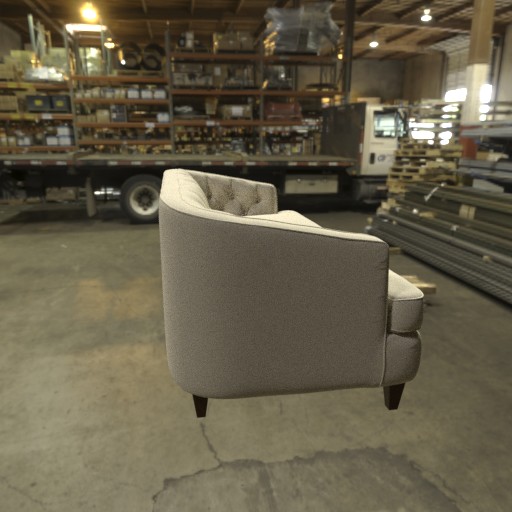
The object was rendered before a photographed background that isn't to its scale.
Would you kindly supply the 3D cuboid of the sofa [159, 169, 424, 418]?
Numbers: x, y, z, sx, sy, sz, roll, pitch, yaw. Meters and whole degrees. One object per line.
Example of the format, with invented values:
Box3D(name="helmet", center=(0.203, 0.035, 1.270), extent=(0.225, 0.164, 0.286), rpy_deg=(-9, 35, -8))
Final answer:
Box3D(name="sofa", center=(0.000, 0.000, 2.259), extent=(0.941, 0.855, 1.733), rpy_deg=(-3, 16, -10))
